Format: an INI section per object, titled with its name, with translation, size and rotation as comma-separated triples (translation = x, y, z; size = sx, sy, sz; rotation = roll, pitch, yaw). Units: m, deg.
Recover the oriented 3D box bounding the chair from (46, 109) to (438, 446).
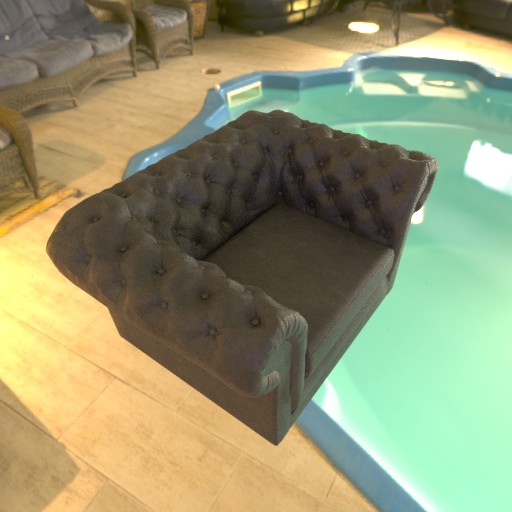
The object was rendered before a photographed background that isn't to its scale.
[chair]
translation = 0.000, 0.000, 1.834
size = 0.943, 0.780, 1.298
rotation = 26, 47, 27
